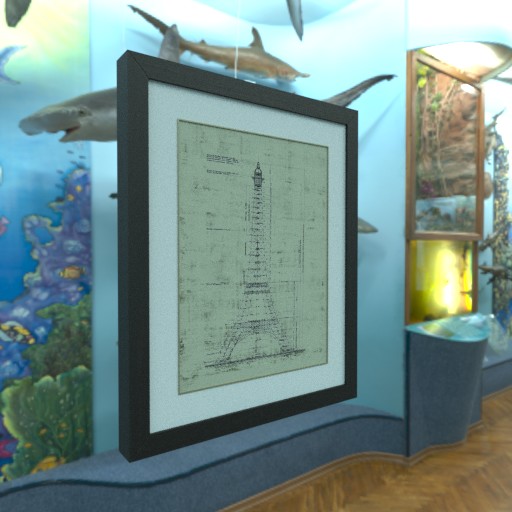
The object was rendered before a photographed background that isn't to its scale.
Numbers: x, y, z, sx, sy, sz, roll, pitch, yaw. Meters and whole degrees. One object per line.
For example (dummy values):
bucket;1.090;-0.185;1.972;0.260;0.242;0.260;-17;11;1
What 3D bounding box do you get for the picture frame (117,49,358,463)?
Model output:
picture frame;0.000;0.000;0.744;0.452;0.555;0.044;-1;1;-36
